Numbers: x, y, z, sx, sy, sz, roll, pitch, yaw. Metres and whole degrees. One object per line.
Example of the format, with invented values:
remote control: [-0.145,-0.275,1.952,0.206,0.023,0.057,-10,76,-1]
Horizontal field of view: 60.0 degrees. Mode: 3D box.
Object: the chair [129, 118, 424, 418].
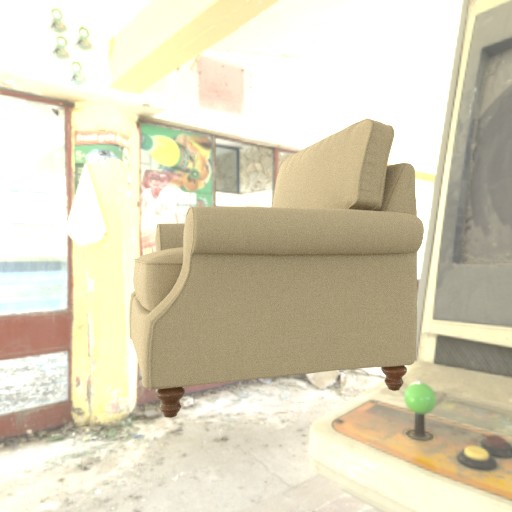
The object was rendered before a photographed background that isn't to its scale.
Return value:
chair: [0.000,0.000,1.814,0.966,0.967,1.029,0,1,-19]
